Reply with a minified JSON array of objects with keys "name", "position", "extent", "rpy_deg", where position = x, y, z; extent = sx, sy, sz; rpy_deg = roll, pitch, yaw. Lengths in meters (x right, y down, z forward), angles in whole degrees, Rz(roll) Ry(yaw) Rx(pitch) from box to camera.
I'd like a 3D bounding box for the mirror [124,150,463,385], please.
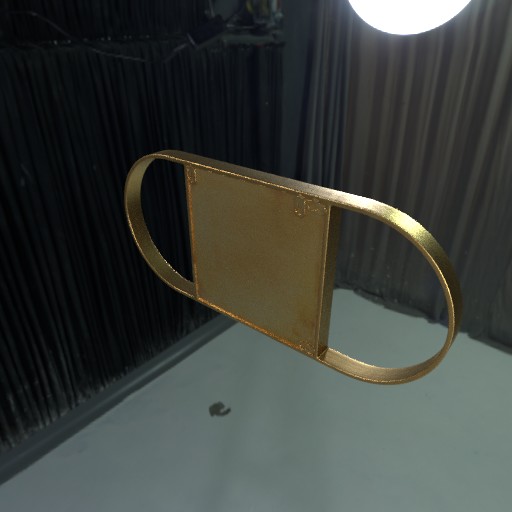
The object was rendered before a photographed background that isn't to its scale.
[{"name":"mirror","position":[0.000,0.000,0.665],"extent":[0.584,0.254,0.032],"rpy_deg":[21,36,33]}]
